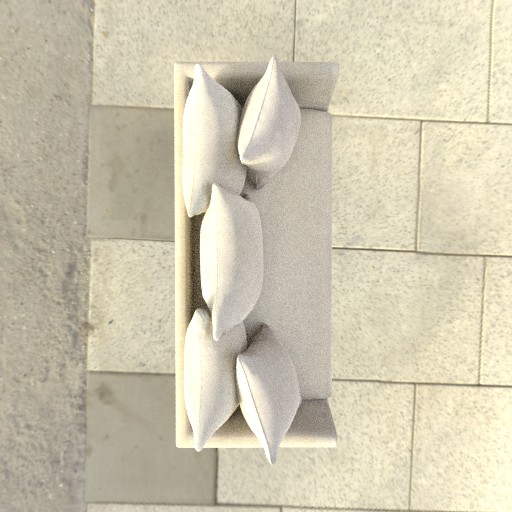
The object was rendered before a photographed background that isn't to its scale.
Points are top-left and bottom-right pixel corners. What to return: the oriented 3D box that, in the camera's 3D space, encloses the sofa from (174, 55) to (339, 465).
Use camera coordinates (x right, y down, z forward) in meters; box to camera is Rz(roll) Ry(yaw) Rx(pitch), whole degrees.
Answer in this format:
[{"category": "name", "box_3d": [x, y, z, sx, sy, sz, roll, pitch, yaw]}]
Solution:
[{"category": "sofa", "box_3d": [0.000, 0.000, 2.835, 1.031, 1.034, 2.290, 0, 91, 0]}]
